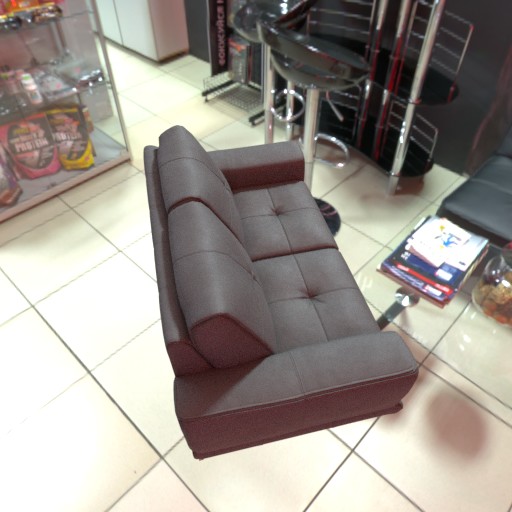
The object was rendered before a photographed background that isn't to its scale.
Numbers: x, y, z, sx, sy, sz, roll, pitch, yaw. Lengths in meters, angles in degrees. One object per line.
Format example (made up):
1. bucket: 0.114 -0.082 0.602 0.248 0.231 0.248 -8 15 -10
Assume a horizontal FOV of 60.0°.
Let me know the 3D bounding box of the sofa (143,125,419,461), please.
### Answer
1. sofa: 0.000 0.000 2.381 1.018 0.907 1.806 -10 48 -9
